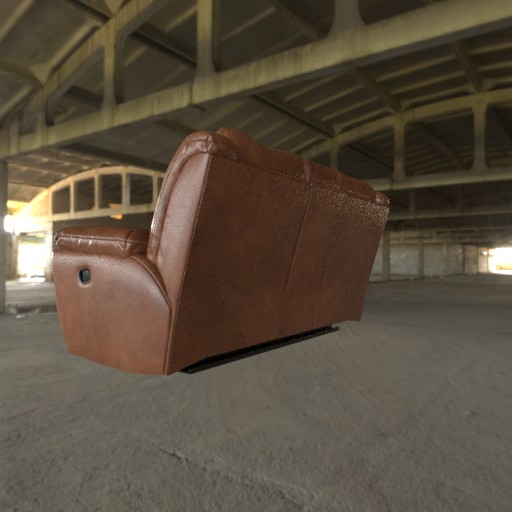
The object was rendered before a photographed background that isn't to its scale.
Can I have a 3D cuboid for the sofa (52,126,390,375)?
[{"bbox_3d":[0.000,0.000,2.637,0.991,1.043,2.058,-1,-1,35],"label":"sofa"}]
